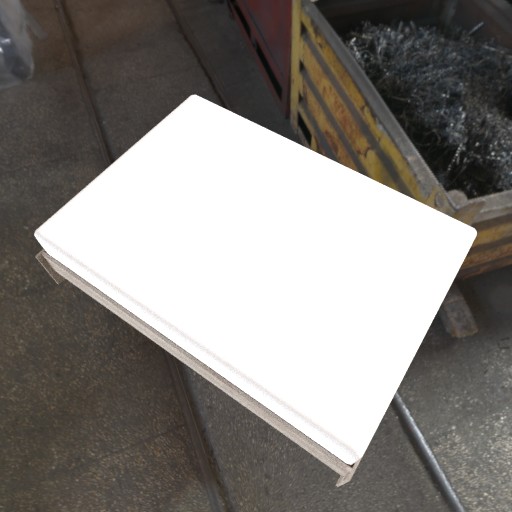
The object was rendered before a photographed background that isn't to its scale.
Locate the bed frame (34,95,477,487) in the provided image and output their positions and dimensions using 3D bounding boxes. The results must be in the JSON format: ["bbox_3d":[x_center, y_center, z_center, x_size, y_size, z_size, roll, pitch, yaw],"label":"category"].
[{"bbox_3d":[0.000,0.000,2.511,1.945,0.497,1.445,30,63,17],"label":"bed frame"}]
